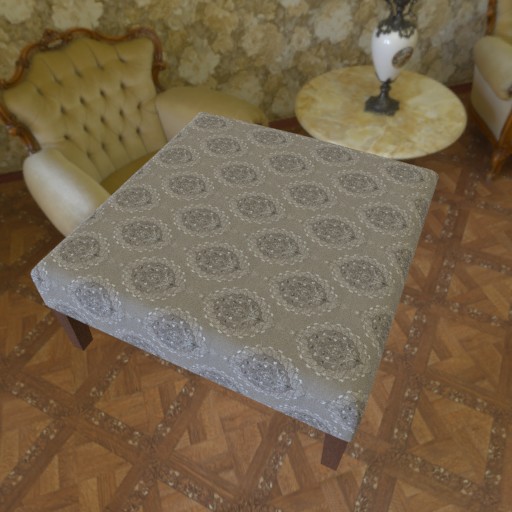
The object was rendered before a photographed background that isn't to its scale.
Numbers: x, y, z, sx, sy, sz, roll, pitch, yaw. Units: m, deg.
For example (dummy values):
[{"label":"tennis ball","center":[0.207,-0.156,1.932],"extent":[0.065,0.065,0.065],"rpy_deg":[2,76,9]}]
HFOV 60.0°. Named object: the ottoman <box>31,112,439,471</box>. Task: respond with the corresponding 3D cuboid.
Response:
[{"label":"ottoman","center":[0.000,0.000,1.397],"extent":[0.890,0.411,0.889],"rpy_deg":[19,50,17]}]
